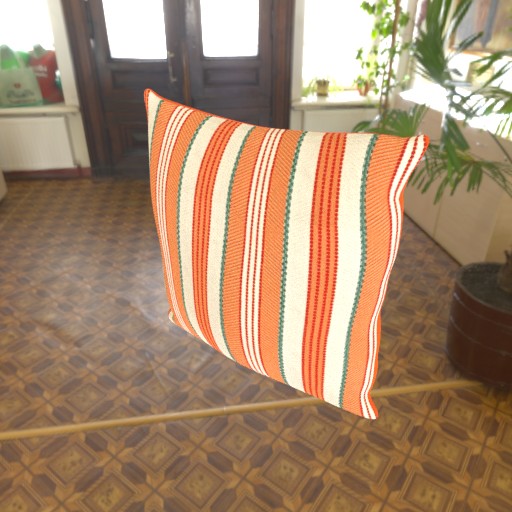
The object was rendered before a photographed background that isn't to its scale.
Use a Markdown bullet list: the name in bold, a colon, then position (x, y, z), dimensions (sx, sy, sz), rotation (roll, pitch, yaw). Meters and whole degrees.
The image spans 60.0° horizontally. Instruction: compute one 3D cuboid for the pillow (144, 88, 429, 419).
- **pillow**: position (0.000, 0.000, 0.669), dimensions (0.440, 0.441, 0.182), rotation (20, 35, 31)
